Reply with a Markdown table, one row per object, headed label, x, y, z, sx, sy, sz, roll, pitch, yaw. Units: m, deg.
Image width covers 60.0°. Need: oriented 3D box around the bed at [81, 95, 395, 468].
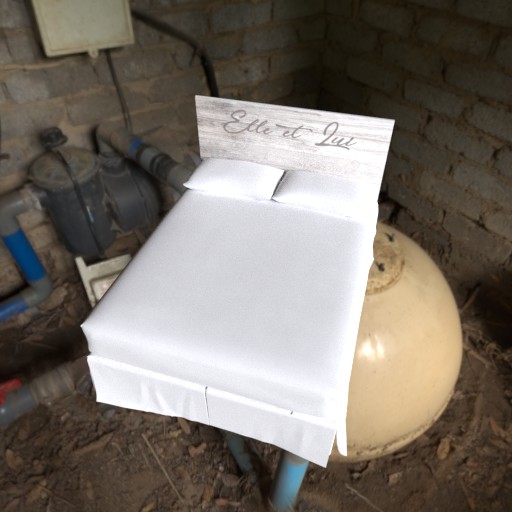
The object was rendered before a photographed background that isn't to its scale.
| label | x | y | z | sx | sy | sz | roll | pitch | yaw |
| --- | --- | --- | --- | --- | --- | --- | --- | --- | --- |
| bed | 0.000 | 0.000 | 3.166 | 1.745 | 1.335 | 2.094 | 12 | 43 | 13 |
